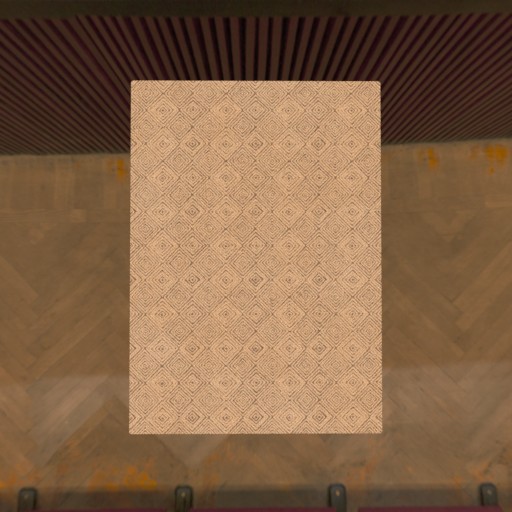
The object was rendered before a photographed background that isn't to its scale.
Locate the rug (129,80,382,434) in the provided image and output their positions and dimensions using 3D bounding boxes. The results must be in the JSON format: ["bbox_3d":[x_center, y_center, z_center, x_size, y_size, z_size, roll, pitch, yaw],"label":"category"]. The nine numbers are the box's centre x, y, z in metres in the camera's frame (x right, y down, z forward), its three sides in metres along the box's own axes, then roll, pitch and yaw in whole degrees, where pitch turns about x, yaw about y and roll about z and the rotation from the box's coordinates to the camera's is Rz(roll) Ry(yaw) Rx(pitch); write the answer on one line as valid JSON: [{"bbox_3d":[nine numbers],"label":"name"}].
[{"bbox_3d":[0.000,0.000,2.816,1.593,0.008,2.238,0,89,0],"label":"rug"}]
